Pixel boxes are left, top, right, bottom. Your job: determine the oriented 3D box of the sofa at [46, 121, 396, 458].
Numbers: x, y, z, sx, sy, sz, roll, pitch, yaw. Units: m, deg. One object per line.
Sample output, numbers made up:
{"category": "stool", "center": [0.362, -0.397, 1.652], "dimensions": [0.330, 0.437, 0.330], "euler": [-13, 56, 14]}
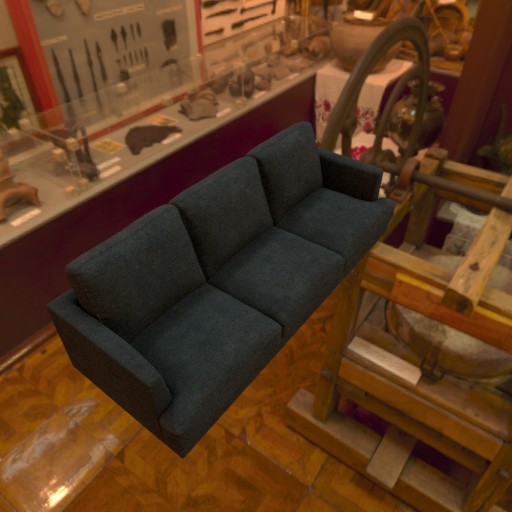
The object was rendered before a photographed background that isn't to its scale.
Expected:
{"category": "sofa", "center": [0.000, 0.000, 2.751], "dimensions": [0.903, 0.930, 2.246], "euler": [27, 48, 27]}
